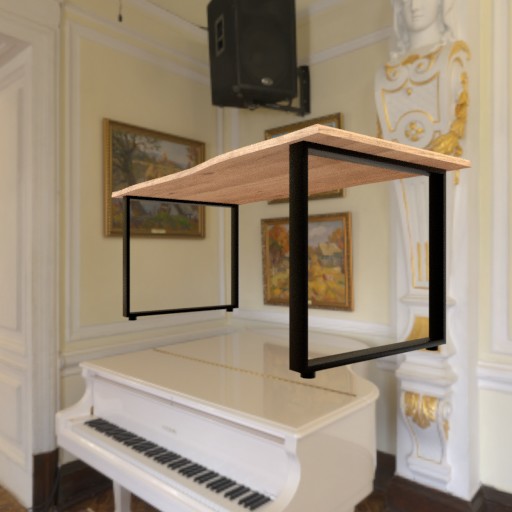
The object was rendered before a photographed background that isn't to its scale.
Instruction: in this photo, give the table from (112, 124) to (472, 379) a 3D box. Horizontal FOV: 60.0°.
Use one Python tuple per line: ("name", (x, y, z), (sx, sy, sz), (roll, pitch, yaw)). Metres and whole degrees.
("table", (0.000, 0.000, 2.275), (0.900, 0.780, 1.800), (0, 0, -36))
